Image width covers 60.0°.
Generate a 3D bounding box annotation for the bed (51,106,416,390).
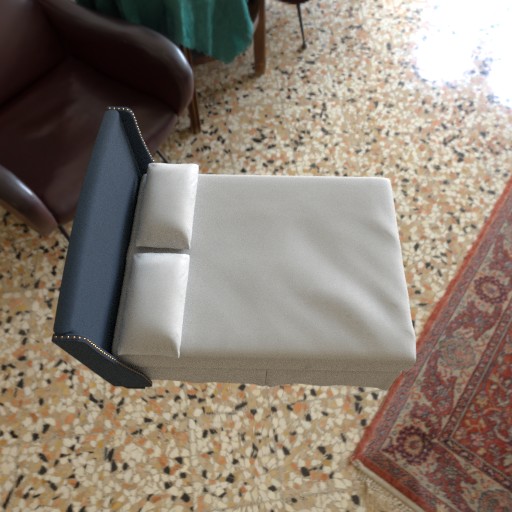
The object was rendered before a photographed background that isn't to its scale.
[{"bbox_3d":[0.000,0.000,3.302,2.237,1.407,1.710,1,63,1],"label":"bed"}]
